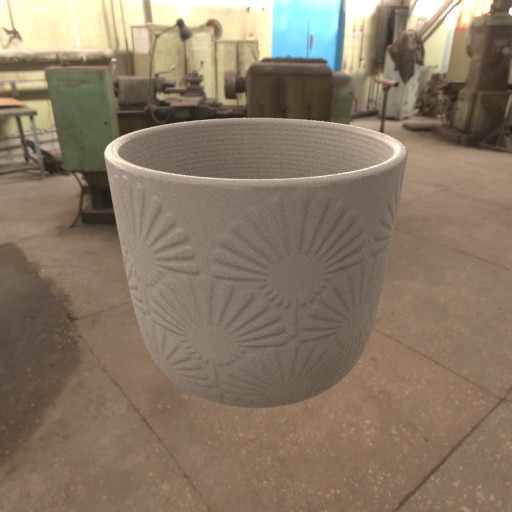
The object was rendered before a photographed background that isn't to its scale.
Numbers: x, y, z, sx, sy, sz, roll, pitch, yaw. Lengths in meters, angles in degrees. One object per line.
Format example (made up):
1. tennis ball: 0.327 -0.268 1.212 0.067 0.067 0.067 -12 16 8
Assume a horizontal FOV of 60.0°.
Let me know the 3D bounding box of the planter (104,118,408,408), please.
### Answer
1. planter: 0.000 0.000 0.212 0.124 0.109 0.124 0 26 0
